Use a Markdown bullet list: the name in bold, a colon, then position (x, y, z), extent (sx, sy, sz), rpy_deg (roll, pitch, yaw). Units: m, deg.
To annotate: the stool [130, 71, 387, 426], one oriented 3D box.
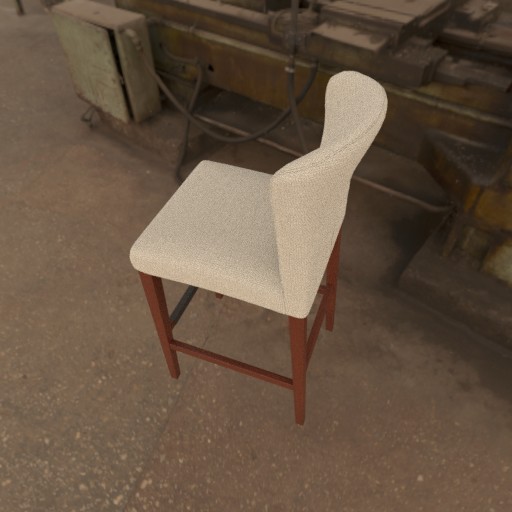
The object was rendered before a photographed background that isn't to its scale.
- **stool**: position (0.000, 0.000, 1.350), extent (0.568, 1.069, 0.481), rpy_deg (15, 48, 14)
